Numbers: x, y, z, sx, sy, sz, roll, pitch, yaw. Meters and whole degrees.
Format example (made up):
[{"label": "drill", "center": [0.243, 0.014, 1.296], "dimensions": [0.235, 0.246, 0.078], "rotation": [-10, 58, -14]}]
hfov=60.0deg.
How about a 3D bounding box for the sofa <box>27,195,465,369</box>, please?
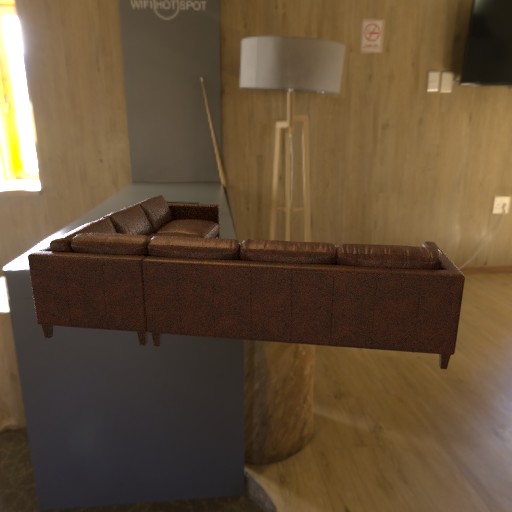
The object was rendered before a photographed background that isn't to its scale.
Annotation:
[{"label": "sofa", "center": [0.000, 0.000, 4.337], "dimensions": [3.152, 0.836, 2.438], "rotation": [3, 16, 9]}]
